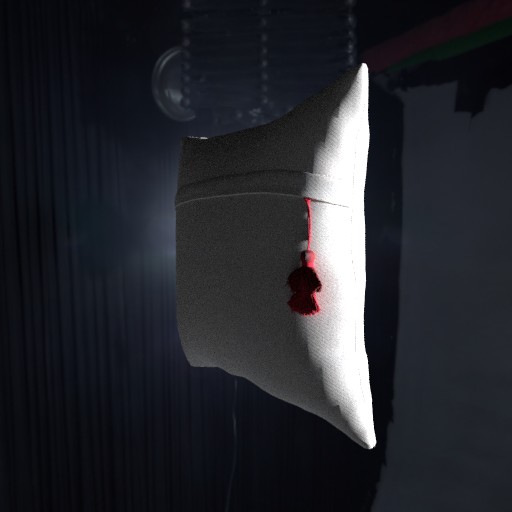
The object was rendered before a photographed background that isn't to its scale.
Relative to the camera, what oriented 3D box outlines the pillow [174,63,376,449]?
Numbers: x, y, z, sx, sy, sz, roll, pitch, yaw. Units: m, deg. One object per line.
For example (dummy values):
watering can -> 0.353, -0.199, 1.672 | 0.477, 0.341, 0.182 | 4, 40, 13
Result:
pillow -> 0.000, 0.000, 0.673 | 0.173, 0.436, 0.433 | -1, 2, -37
